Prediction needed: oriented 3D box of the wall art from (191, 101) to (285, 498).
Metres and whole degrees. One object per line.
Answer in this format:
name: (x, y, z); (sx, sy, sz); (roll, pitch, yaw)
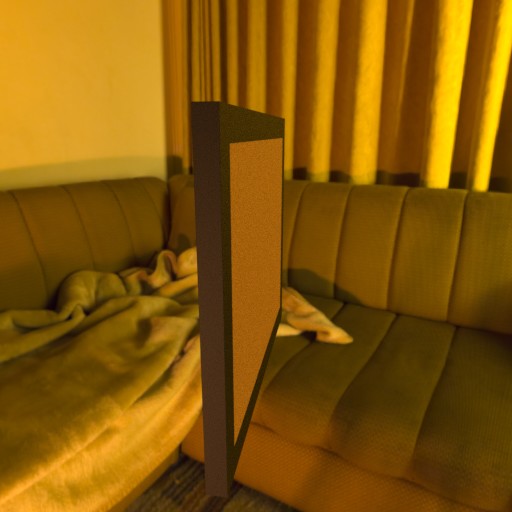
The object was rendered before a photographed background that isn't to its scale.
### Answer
wall art: (0.000, 0.000, 0.749); (0.028, 0.460, 0.561); (3, 16, 10)
